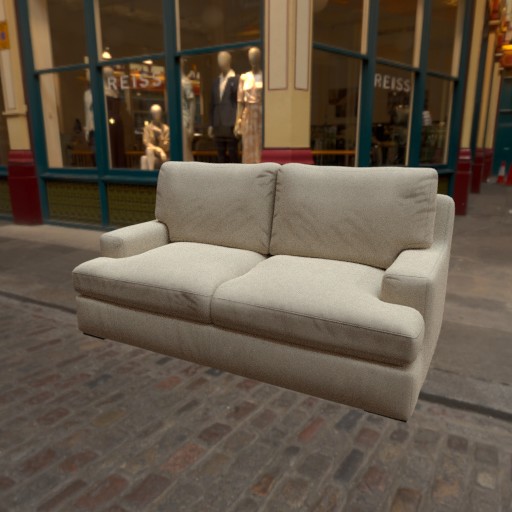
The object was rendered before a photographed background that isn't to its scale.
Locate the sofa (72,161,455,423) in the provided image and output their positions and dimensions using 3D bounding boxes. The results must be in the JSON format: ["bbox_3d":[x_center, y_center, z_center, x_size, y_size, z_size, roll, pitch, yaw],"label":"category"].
[{"bbox_3d":[0.000,0.000,2.410,1.885,0.967,0.962,8,16,27],"label":"sofa"}]
